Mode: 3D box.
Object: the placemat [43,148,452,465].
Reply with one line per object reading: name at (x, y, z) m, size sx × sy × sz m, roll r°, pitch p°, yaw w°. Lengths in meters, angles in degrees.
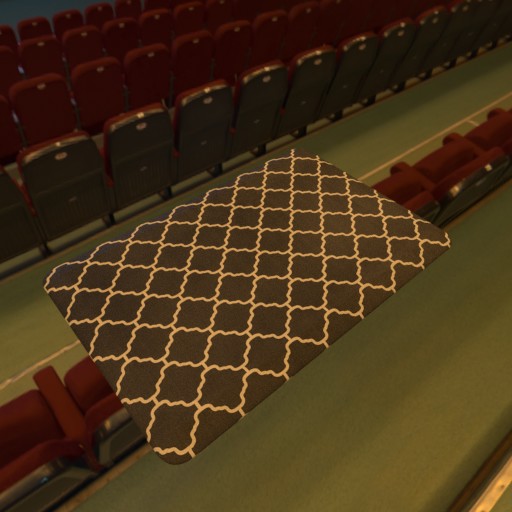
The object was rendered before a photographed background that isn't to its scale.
placemat at (0.000, 0.000, 0.951) m, size 0.762 × 0.021 × 0.508 m, roll -32°, pitch 54°, yaw -27°
